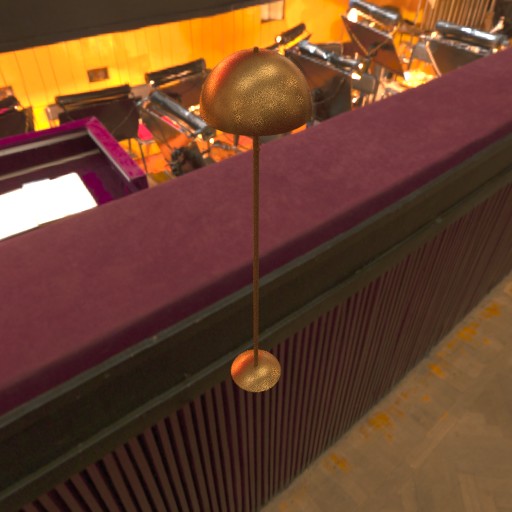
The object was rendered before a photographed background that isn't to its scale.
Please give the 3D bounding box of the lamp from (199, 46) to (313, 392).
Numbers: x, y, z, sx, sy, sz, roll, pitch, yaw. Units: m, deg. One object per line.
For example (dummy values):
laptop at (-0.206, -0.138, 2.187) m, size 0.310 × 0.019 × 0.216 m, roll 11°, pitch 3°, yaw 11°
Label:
lamp at (0.000, 0.000, 1.666) m, size 0.328 × 1.480 × 0.328 m, roll -26°, pitch 48°, yaw -26°
